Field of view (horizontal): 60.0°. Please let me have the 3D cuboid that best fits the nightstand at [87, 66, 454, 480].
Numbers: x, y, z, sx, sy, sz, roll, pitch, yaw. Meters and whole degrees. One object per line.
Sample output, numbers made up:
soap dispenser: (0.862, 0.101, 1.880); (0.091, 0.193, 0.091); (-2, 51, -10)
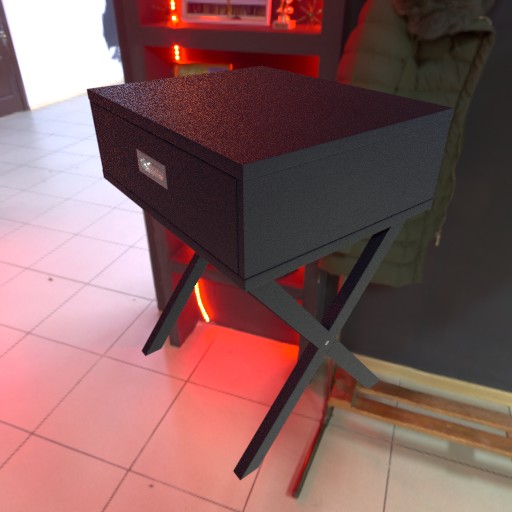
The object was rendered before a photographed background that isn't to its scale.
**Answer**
nightstand: (0.000, 0.000, 0.903); (0.402, 0.623, 0.479); (-22, 38, -31)
